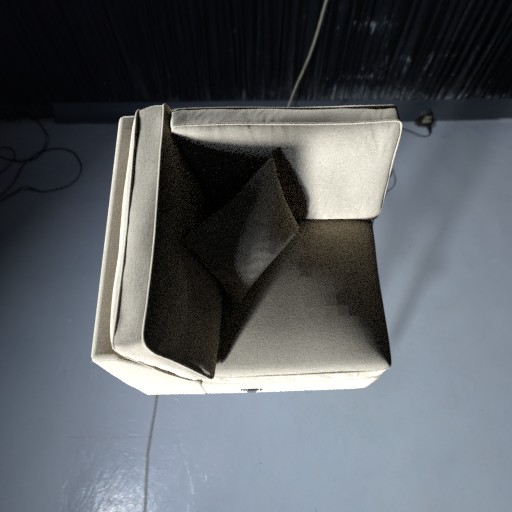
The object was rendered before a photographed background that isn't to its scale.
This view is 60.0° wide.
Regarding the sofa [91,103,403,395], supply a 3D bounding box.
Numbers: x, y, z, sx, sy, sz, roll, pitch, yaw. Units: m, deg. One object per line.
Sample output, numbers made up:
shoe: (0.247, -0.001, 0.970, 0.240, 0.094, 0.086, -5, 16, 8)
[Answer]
sofa: (0.000, 0.000, 1.974, 1.146, 1.002, 1.084, -2, 65, -1)
